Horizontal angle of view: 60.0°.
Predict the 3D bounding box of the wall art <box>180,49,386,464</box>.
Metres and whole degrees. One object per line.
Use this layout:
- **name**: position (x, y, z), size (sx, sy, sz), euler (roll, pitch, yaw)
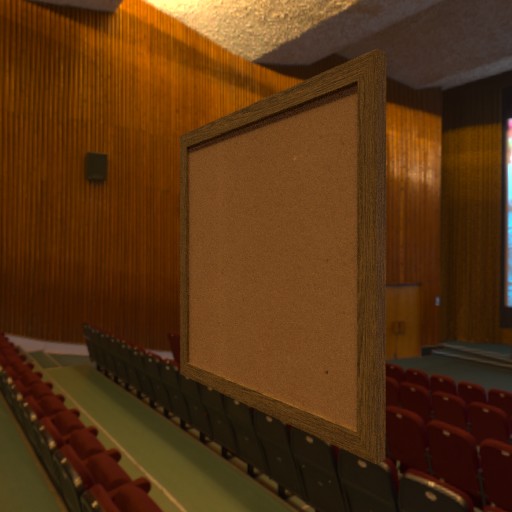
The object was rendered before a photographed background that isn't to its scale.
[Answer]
- **wall art**: position (0.000, 0.000, 0.749), size (0.019, 0.508, 0.508), euler (0, 1, -38)
